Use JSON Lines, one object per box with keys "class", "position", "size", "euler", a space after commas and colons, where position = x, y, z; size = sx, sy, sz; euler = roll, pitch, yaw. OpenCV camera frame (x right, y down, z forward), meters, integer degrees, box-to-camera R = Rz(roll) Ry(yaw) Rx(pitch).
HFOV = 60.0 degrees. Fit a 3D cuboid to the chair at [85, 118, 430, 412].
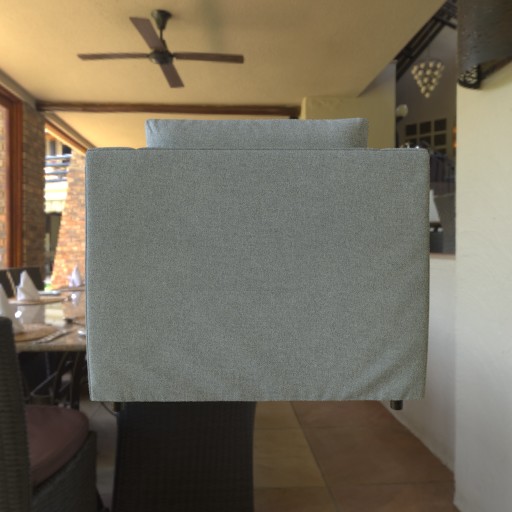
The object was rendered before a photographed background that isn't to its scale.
{"class": "chair", "position": [0.000, 0.000, 2.011], "size": [1.194, 1.059, 1.071], "euler": [0, 1, -1]}
